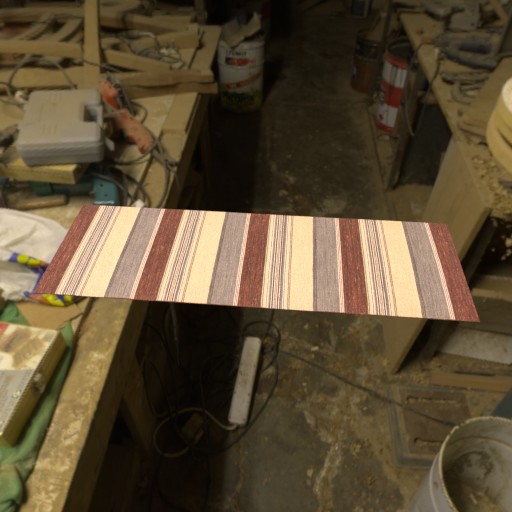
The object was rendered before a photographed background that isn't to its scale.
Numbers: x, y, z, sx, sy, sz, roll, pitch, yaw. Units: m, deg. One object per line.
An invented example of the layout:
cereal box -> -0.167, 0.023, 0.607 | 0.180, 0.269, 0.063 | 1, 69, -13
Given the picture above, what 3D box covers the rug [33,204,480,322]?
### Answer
rug -> 0.000, 0.000, 2.688 | 2.437, 0.006, 0.792 | 3, 45, 3
